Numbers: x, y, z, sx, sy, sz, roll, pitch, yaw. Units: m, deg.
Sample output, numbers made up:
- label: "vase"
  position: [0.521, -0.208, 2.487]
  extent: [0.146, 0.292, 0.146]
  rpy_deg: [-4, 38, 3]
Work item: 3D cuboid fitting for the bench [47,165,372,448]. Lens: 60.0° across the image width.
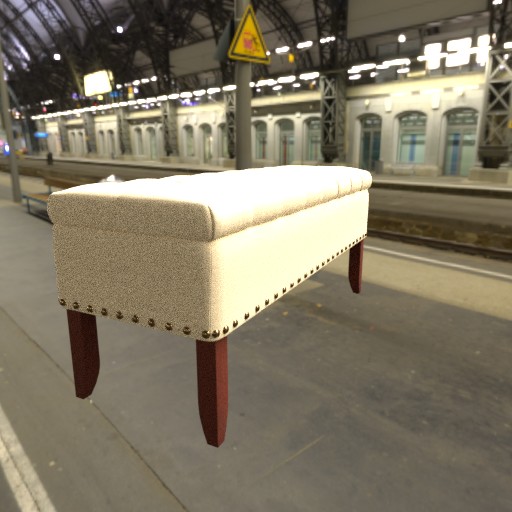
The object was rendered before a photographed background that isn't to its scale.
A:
- label: "bench"
  position: [0.000, 0.000, 1.268]
  extent: [0.400, 0.470, 1.054]
  rpy_deg: [7, 16, 27]
